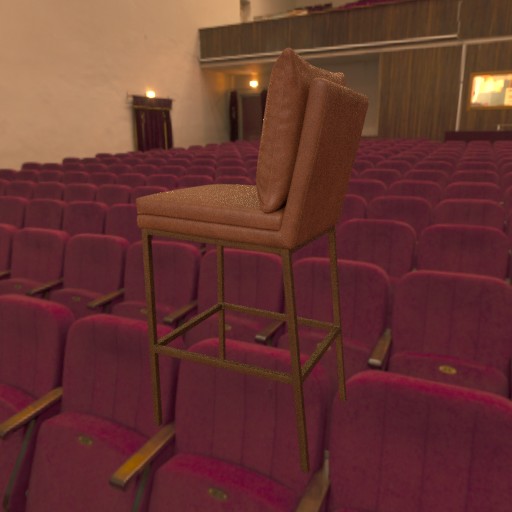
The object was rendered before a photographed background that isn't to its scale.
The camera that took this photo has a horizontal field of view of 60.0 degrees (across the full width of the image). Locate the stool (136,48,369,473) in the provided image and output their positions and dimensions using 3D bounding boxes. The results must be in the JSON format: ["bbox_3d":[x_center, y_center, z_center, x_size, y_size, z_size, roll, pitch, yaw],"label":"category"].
[{"bbox_3d":[0.000,0.000,1.419,0.571,1.124,0.463,7,16,25],"label":"stool"}]
